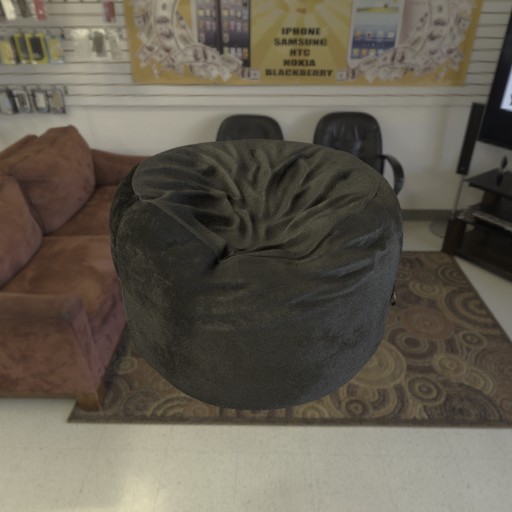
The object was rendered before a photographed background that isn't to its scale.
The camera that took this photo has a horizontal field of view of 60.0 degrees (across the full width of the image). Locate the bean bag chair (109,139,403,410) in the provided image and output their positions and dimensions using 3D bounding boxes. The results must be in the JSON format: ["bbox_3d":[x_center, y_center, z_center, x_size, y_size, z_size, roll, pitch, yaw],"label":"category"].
[{"bbox_3d":[0.000,0.000,1.493,0.918,0.605,0.918,0,31,0],"label":"bean bag chair"}]
